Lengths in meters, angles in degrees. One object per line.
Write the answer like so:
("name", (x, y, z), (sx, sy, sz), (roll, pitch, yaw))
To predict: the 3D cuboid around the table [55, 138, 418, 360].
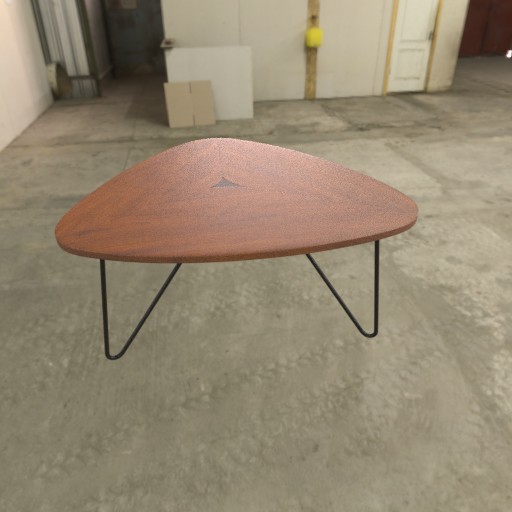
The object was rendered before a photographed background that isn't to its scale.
("table", (0.000, 0.000, 1.280), (0.821, 0.413, 0.833), (10, 32, 16))
